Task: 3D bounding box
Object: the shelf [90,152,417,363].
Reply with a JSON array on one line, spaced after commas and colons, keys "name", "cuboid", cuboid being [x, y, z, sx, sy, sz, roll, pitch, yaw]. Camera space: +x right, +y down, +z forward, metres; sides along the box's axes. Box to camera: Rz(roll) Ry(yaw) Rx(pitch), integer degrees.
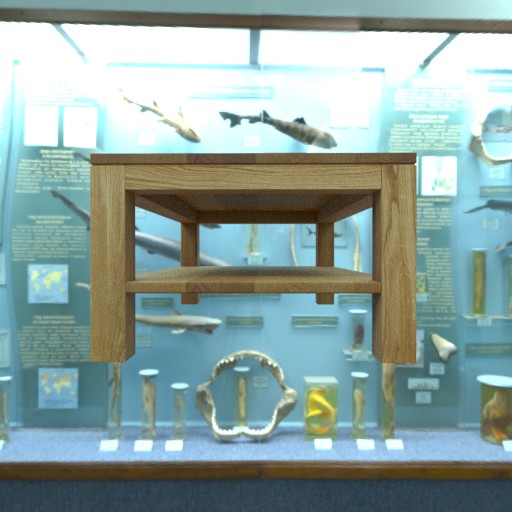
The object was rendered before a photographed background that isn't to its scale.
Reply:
[{"name": "shelf", "cuboid": [0.000, 0.000, 1.525, 0.700, 0.450, 1.150, 0, 0, 1]}]
